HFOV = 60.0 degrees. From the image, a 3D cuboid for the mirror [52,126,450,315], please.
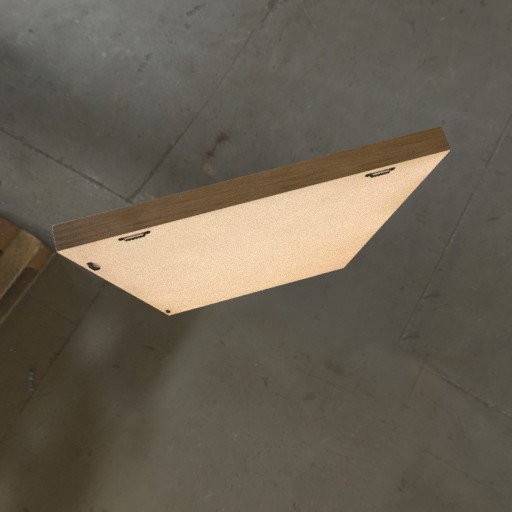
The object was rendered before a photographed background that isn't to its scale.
[{"bbox_3d":[0.000,0.000,0.897,0.507,0.710,0.040,-15,77,-4],"label":"mirror"}]
